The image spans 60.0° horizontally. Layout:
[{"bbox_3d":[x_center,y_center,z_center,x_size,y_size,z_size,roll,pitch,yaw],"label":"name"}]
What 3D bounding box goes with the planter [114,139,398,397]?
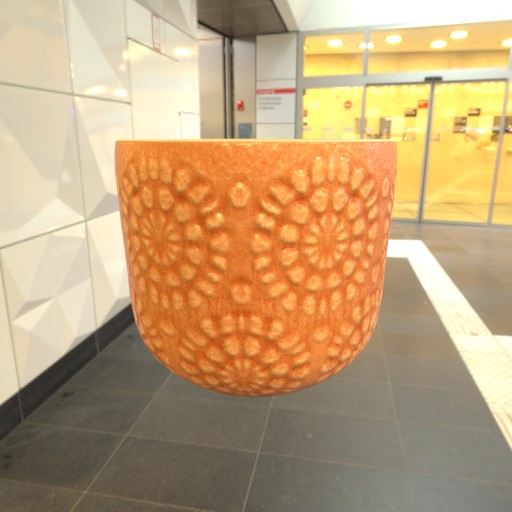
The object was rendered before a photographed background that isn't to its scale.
[{"bbox_3d":[0.000,0.000,0.215,0.124,0.109,0.124,0,15,0],"label":"planter"}]
